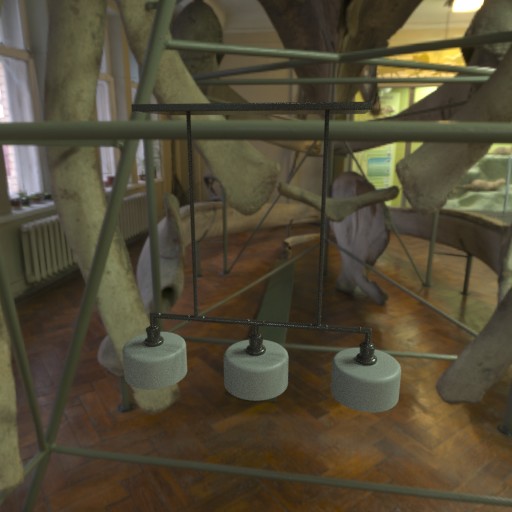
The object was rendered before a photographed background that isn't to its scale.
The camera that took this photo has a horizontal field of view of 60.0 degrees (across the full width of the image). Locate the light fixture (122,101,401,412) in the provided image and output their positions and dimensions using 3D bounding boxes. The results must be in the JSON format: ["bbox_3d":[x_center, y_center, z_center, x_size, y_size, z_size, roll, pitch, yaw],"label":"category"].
[{"bbox_3d":[0.000,0.000,0.867,0.582,0.557,0.177,3,16,10],"label":"light fixture"}]
